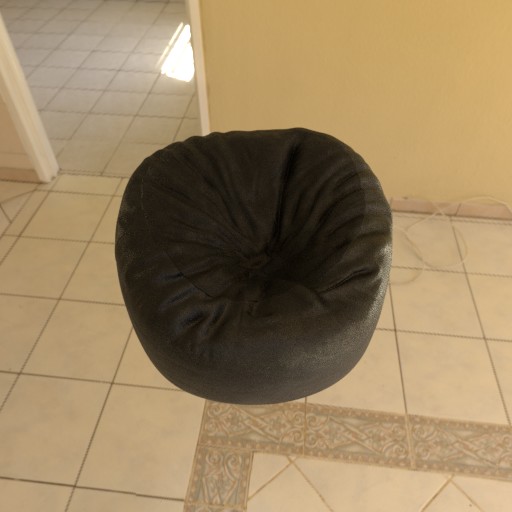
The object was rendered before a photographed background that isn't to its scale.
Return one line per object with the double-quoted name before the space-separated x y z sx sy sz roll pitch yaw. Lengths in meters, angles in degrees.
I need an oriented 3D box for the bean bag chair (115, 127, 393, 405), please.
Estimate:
"bean bag chair" 0.000 0.000 2.444 1.524 0.878 1.524 -3 47 -2
